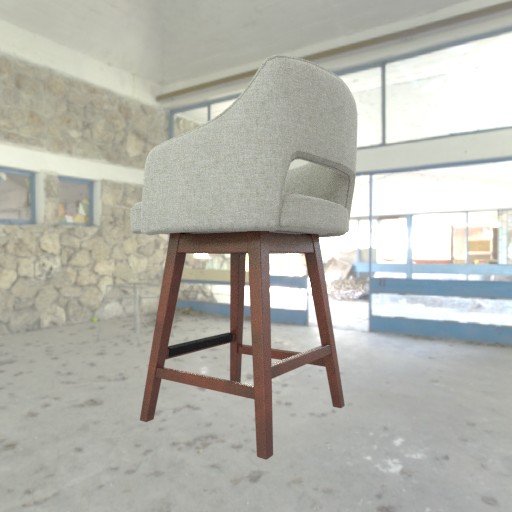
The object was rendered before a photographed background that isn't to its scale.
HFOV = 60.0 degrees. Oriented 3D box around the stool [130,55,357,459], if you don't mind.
[{"bbox_3d":[0.000,0.000,1.314,0.558,0.944,0.599,0,0,35],"label":"stool"}]
